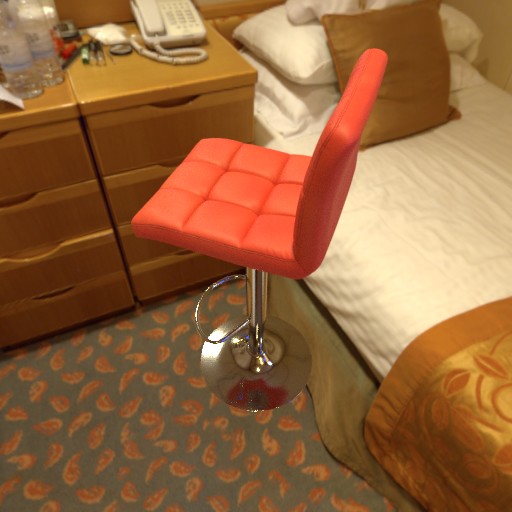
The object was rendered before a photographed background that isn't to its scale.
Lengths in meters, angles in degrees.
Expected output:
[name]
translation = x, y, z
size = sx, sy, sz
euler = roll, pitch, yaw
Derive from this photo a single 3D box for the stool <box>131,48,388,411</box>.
[stool]
translation = 0.000, 0.000, 1.304
size = 0.505, 1.115, 0.430
euler = 14, 47, 14
